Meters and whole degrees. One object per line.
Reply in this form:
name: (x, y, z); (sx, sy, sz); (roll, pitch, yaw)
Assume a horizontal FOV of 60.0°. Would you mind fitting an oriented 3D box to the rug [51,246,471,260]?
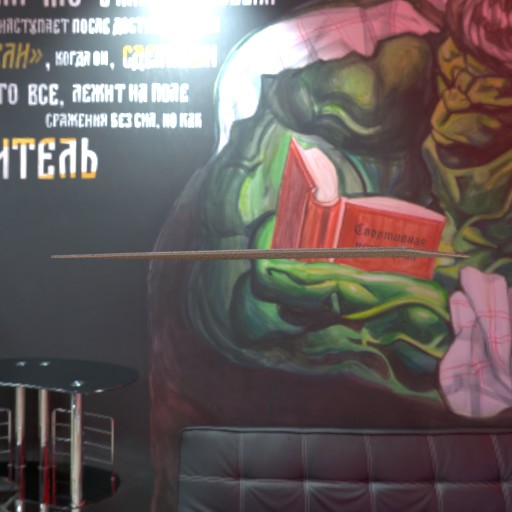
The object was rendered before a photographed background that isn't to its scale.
rug: (0.000, 0.000, 3.078); (2.498, 0.022, 1.535); (-1, -2, 34)
